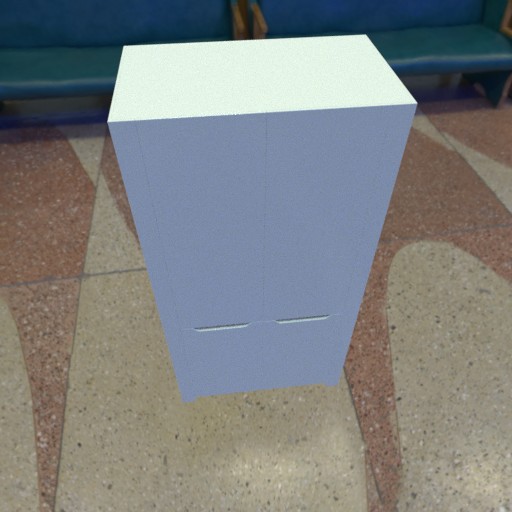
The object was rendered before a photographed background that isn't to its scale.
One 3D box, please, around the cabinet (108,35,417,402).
[{"bbox_3d":[0.000,0.000,2.283,0.980,1.920,0.580,-5,47,-5],"label":"cabinet"}]
